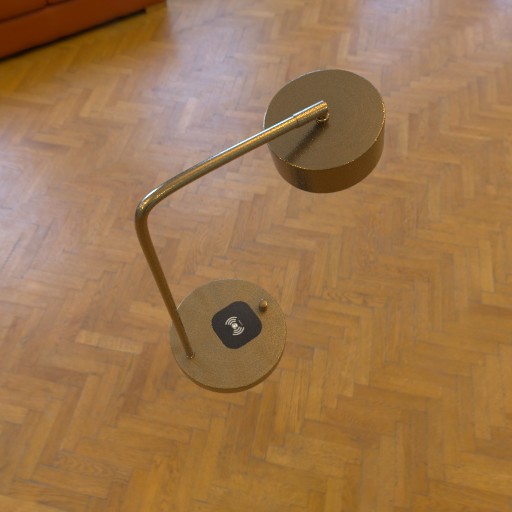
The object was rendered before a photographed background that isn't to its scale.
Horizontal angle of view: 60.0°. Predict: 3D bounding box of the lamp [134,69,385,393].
[{"bbox_3d":[0.000,0.000,0.522,0.270,0.380,0.171,-31,64,-17],"label":"lamp"}]
